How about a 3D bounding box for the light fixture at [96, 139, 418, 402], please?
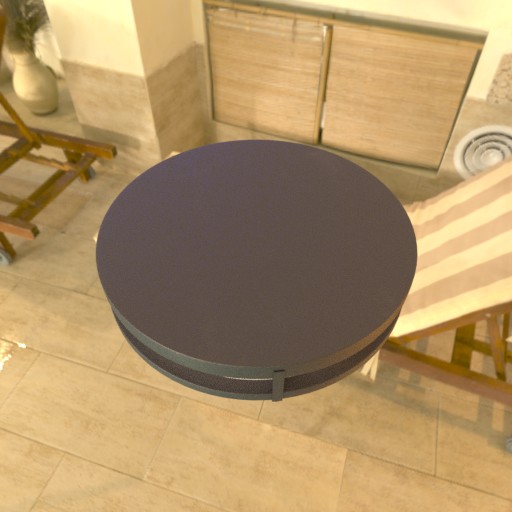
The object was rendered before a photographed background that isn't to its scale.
[{"bbox_3d":[0.000,0.000,0.538,0.356,0.102,0.356,0,47,0],"label":"light fixture"}]
